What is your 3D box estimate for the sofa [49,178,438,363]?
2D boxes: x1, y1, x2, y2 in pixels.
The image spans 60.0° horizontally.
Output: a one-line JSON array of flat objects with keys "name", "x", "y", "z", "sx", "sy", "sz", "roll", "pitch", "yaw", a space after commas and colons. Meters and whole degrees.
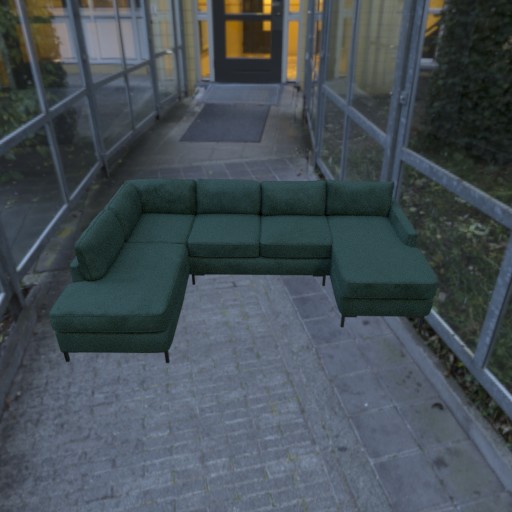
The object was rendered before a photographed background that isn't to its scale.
[{"name": "sofa", "x": 0.000, "y": 0.000, "z": 4.026, "sx": 2.994, "sy": 0.861, "sz": 1.992, "roll": 0, "pitch": 30, "yaw": 1}]
